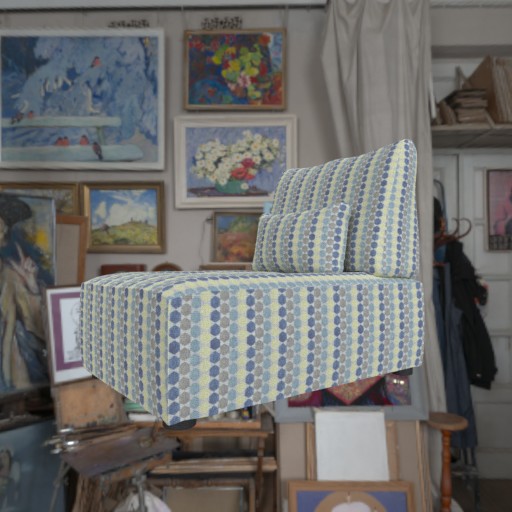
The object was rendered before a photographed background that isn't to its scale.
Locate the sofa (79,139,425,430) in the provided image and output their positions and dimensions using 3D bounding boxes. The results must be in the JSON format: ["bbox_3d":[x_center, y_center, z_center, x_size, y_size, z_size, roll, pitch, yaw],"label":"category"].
[{"bbox_3d":[0.000,0.000,1.550,1.000,0.820,0.700,1,-1,-37],"label":"sofa"}]
